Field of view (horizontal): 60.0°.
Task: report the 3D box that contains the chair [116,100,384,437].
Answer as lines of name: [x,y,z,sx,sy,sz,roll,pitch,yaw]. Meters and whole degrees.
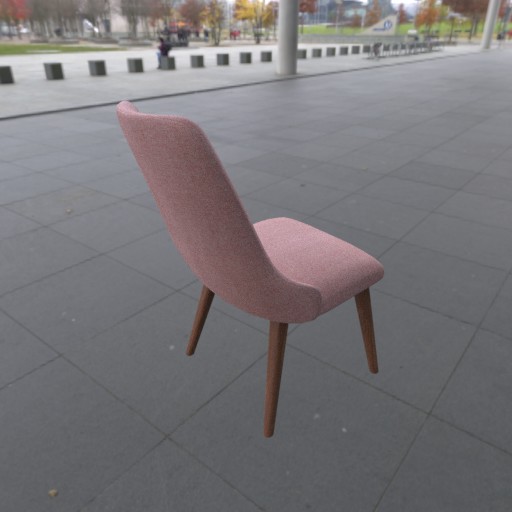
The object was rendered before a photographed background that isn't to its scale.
chair: [0.000,0.000,1.341,0.707,0.918,0.535,-19,33,-32]
